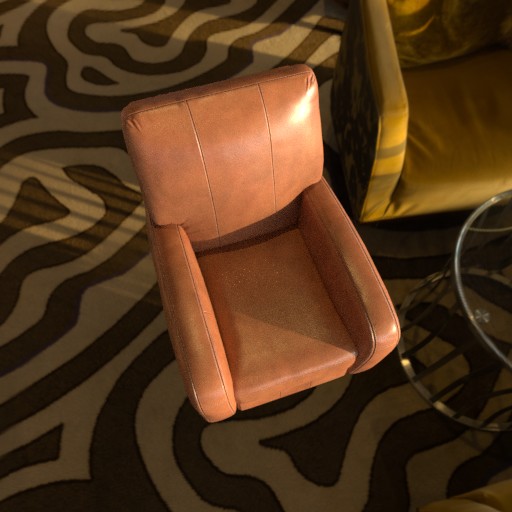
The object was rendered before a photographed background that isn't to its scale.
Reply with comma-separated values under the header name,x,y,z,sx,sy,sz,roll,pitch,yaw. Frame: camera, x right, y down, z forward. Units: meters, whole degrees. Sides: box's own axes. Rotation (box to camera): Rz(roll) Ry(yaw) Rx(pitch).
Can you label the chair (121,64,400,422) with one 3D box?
name,x,y,z,sx,sy,sz,roll,pitch,yaw
chair,0.000,0.000,1.680,0.762,0.990,0.990,-16,64,-8
